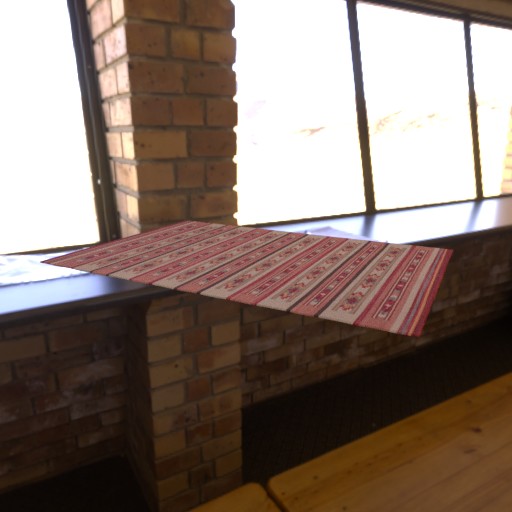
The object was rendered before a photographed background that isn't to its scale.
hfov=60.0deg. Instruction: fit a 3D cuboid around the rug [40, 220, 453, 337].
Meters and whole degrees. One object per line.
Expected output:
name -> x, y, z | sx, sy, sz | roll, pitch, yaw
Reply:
rug -> 0.000, 0.000, 2.335 | 1.817, 0.008, 1.223 | 8, 17, 27
